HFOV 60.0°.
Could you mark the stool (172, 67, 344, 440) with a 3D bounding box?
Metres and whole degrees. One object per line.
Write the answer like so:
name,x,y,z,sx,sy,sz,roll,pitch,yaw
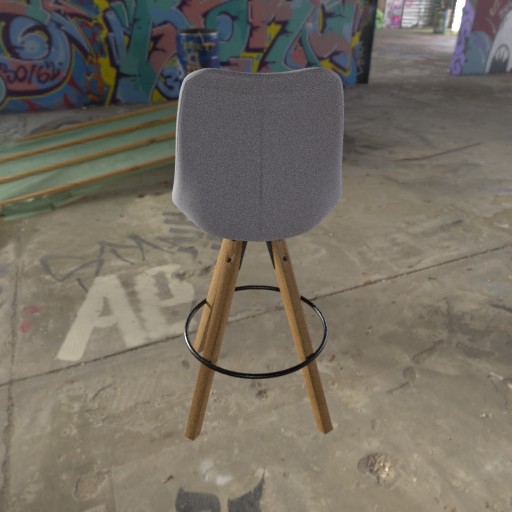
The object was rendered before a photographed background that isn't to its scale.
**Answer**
stool,0.000,0.000,1.325,0.484,1.115,0.550,-2,31,-3
